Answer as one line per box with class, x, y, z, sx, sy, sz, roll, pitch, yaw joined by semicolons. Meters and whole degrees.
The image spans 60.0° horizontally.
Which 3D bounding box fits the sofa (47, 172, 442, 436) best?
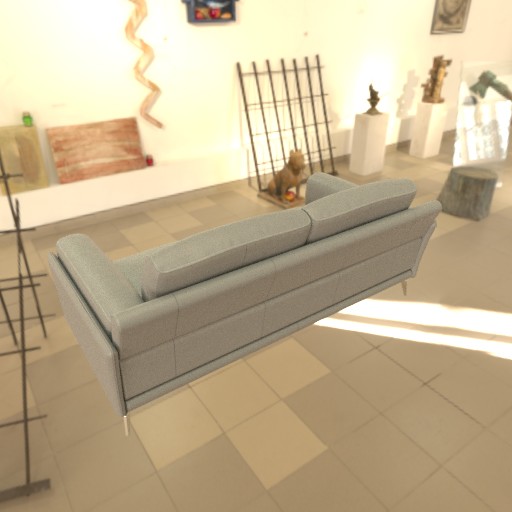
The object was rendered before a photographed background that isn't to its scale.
sofa;0.000;0.000;2.645;2.101;0.930;1.049;-19;35;-30
